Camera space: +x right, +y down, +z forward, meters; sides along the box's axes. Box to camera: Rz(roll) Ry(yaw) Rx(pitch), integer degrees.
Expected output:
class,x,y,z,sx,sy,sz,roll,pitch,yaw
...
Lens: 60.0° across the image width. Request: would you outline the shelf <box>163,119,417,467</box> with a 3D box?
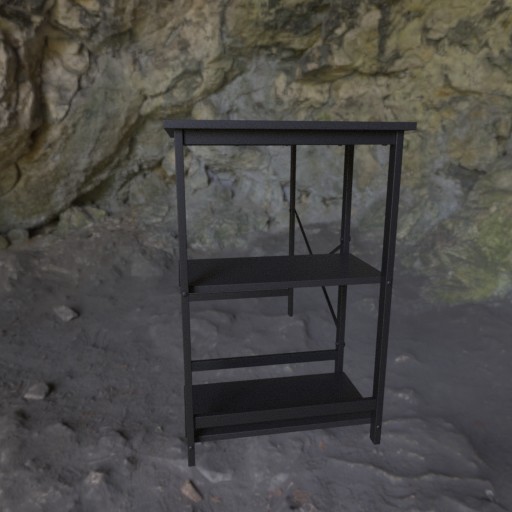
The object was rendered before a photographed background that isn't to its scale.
class,x,y,z,sx,sy,sz,roll,pitch,yaw
shelf,0.000,0.000,1.365,0.498,0.749,0.902,-2,14,-10
